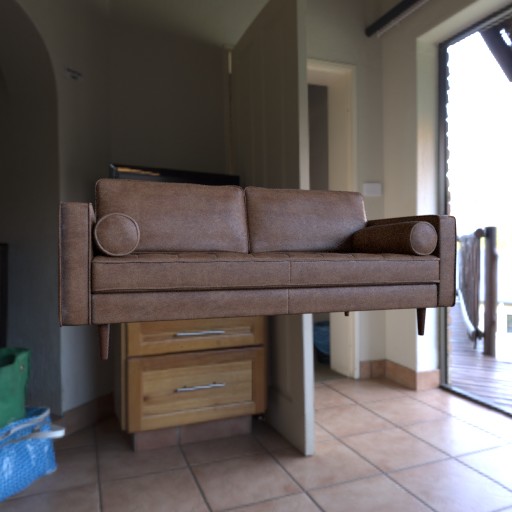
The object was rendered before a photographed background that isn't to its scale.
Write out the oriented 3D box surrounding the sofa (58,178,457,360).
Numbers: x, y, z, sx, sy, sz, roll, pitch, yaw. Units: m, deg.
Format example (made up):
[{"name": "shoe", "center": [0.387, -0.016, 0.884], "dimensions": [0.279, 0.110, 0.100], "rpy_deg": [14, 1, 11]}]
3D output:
[{"name": "sofa", "center": [0.000, 0.000, 2.396], "dimensions": [1.920, 0.825, 0.924], "rpy_deg": [0, 0, -19]}]
